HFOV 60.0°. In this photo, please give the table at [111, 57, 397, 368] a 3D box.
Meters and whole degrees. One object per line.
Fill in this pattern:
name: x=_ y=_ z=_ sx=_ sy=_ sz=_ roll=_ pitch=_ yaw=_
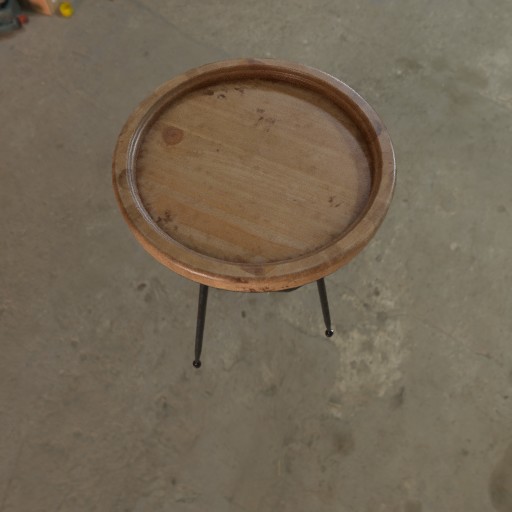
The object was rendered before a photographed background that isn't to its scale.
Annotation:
table: x=0.000 y=0.000 z=0.934 sx=0.414 sy=0.664 sz=0.418 roll=0 pitch=63 yaw=0
